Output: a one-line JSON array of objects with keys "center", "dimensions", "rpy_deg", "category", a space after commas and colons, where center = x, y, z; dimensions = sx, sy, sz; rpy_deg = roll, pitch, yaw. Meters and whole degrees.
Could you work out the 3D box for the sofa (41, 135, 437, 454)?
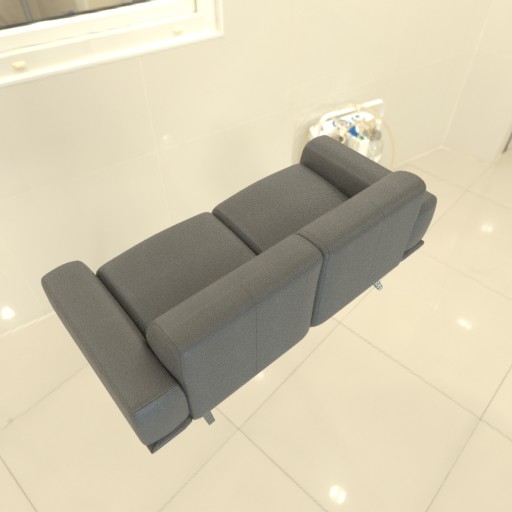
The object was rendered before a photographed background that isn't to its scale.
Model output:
[{"center": [0.000, 0.000, 2.325], "dimensions": [1.901, 0.772, 0.900], "rpy_deg": [-32, 54, -26], "category": "sofa"}]
